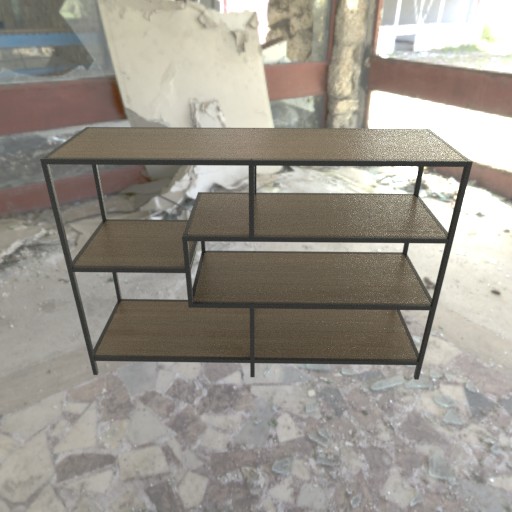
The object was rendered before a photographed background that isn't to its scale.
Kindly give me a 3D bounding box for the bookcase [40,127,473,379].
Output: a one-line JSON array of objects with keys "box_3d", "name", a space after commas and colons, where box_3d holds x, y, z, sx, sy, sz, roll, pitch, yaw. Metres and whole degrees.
[{"box_3d": [0.000, 0.000, 1.511, 1.140, 0.780, 0.350, 1, 30, 1], "name": "bookcase"}]
